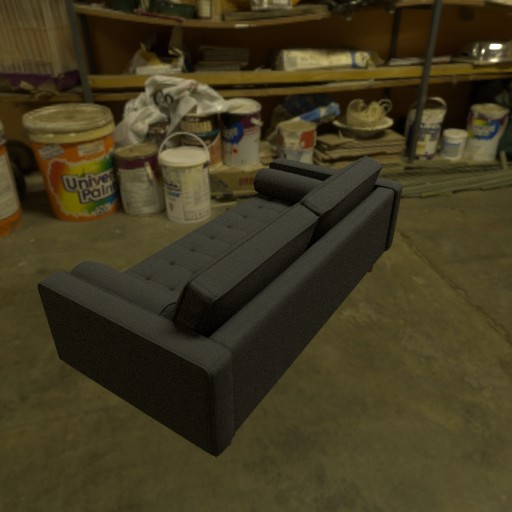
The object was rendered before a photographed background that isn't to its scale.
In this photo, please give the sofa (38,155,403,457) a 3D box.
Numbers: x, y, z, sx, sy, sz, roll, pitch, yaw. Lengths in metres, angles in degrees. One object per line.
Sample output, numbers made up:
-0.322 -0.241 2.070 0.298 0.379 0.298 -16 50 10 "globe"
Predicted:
0.000 0.000 2.320 0.914 0.759 1.875 19 36 28 "sofa"
